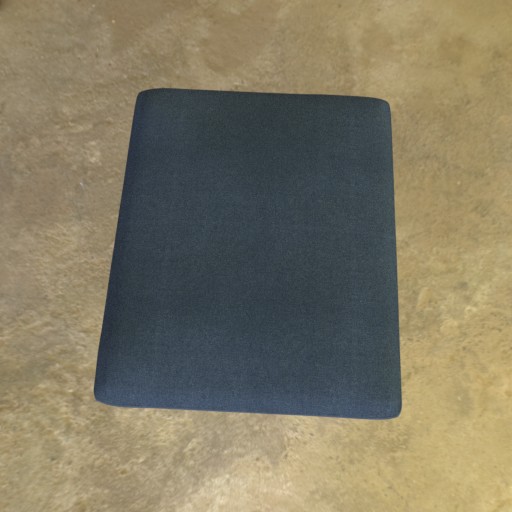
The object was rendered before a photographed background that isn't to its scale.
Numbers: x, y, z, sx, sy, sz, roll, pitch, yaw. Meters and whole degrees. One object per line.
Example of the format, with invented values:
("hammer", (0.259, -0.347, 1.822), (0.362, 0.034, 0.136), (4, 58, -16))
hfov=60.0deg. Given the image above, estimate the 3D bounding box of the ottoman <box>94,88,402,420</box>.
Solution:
("ottoman", (0.000, 0.000, 1.245), (0.693, 0.474, 0.821), (3, 74, 1))
